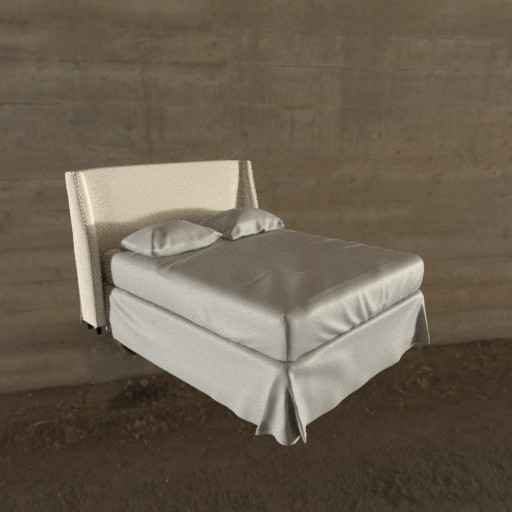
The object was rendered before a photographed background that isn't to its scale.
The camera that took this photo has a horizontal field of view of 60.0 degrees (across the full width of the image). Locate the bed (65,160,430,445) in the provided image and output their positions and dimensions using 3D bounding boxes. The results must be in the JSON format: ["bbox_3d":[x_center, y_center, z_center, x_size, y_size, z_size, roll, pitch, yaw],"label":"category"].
[{"bbox_3d":[0.000,0.000,3.474,2.276,1.332,1.925,15,21,42],"label":"bed"}]
